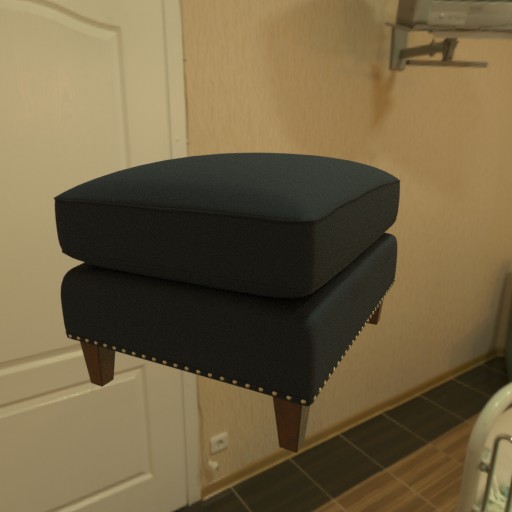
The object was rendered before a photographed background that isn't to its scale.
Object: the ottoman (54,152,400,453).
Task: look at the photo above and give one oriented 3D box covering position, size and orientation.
[{"bbox_3d":[0.000,0.000,1.133,0.584,0.513,0.741,8,17,26],"label":"ottoman"}]
